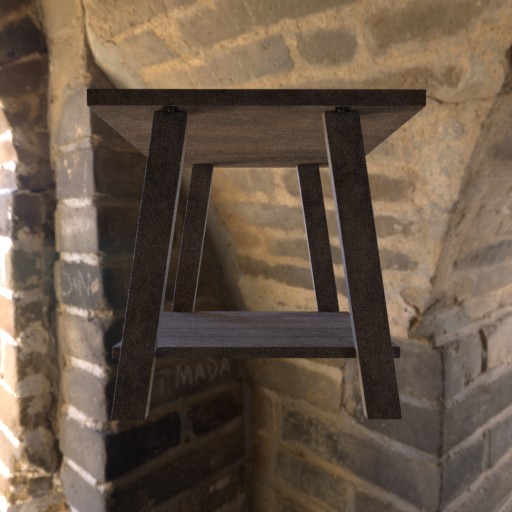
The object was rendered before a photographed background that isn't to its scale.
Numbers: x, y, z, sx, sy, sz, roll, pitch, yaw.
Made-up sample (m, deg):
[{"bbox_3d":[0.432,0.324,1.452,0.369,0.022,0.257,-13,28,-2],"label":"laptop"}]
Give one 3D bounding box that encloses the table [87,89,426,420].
[{"bbox_3d":[0.000,0.000,1.104,0.610,0.610,0.610,0,1,0],"label":"table"}]
